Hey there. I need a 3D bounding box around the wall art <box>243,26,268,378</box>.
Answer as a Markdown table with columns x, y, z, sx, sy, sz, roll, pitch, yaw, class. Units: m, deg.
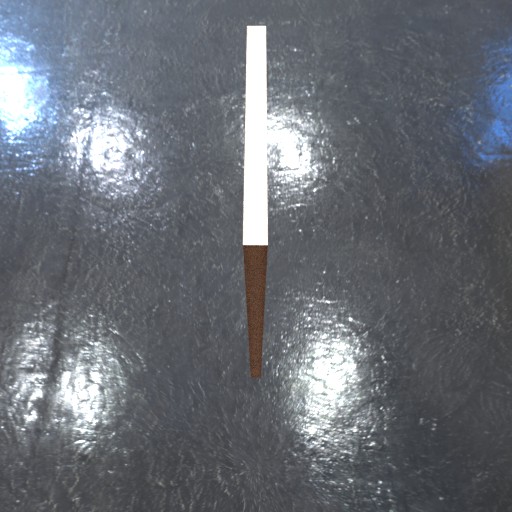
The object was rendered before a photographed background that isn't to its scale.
| x | y | z | sx | sy | sz | roll | pitch | yaw | class |
| --- | --- | --- | --- | --- | --- | --- | --- | --- | --- |
| 0.000 | 0.000 | 1.688 | 0.051 | 1.461 | 0.648 | 0 | 65 | 0 | wall art |
